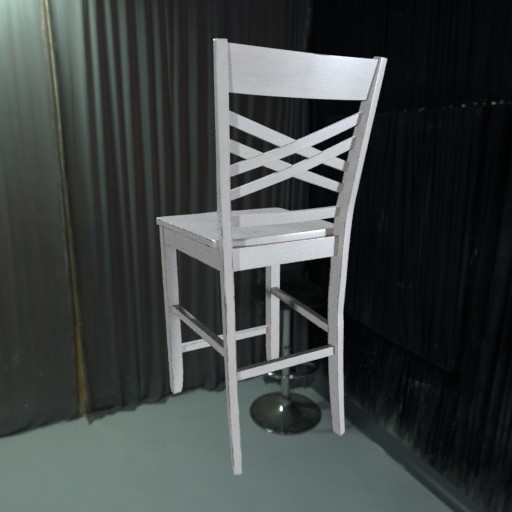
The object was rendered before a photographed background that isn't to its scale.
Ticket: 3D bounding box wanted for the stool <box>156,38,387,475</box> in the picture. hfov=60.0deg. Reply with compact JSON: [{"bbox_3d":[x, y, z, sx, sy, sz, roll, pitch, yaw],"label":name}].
[{"bbox_3d":[0.000,0.000,1.342,0.462,1.079,0.539,-8,16,-28],"label":"stool"}]
